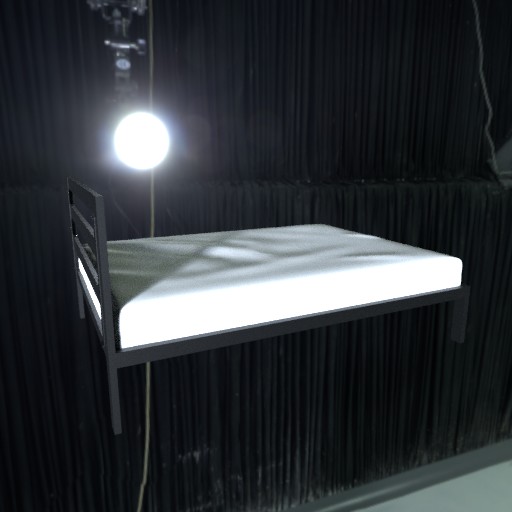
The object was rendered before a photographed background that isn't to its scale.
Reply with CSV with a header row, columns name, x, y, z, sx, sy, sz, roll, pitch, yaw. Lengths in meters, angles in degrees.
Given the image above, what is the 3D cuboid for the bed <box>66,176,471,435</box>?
name,x,y,z,sx,sy,sz,roll,pitch,yaw
bed,0.000,0.000,2.799,2.062,0.967,1.524,-6,15,-26
